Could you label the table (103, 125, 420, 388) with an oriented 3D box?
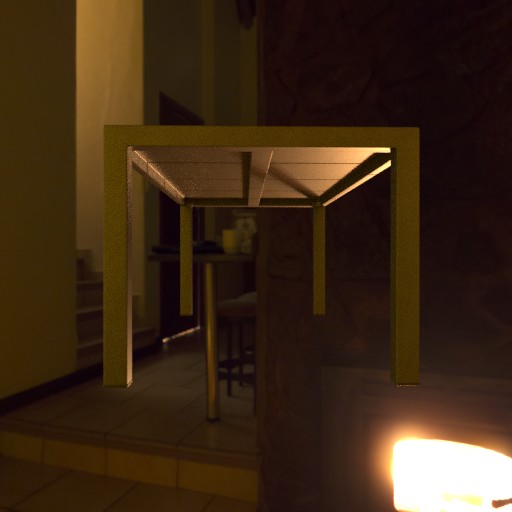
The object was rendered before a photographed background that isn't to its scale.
[{"bbox_3d":[0.000,0.000,1.261,0.559,0.460,0.965,0,0,-1],"label":"table"}]
